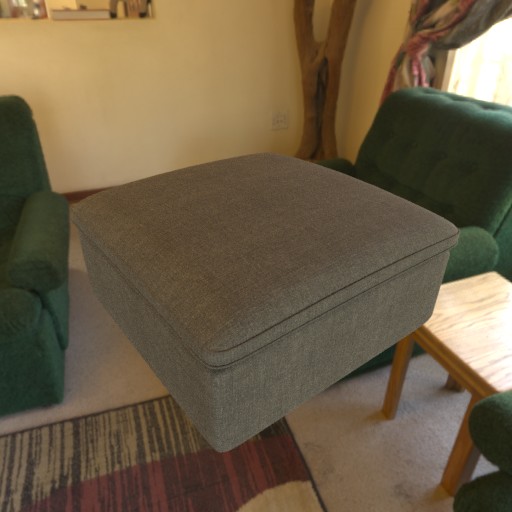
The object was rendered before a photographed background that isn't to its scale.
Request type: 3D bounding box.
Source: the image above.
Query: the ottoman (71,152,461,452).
[{"bbox_3d":[0.000,0.000,1.723,1.067,0.559,1.067,-21,37,-31],"label":"ottoman"}]
